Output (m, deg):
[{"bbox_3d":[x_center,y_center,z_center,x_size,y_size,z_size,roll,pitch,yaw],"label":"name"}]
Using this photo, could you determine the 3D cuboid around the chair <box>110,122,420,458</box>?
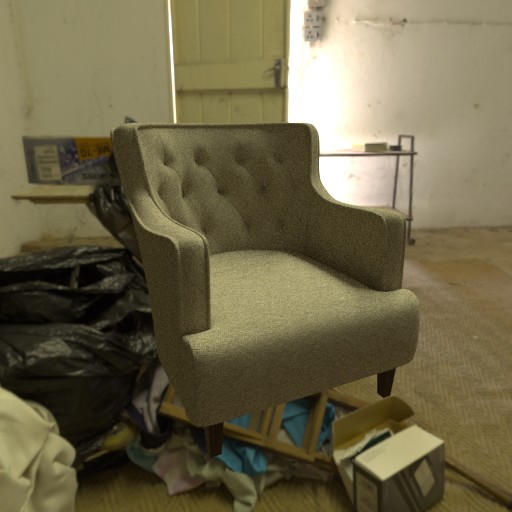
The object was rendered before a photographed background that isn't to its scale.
[{"bbox_3d":[0.000,0.000,1.617,0.820,0.920,0.910,-8,19,-25],"label":"chair"}]
